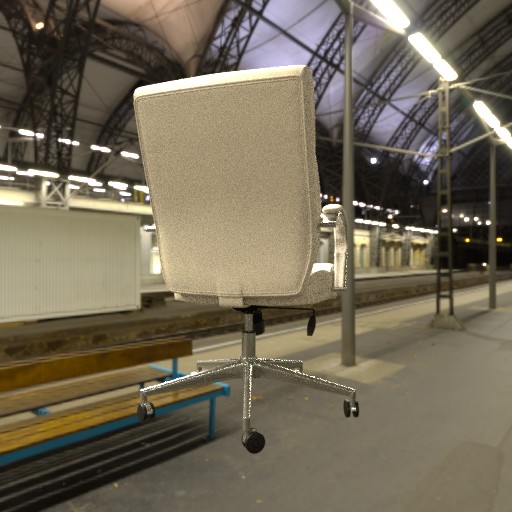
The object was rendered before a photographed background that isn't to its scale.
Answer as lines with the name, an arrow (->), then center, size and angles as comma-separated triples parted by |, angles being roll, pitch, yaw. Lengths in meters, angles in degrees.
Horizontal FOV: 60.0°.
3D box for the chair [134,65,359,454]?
chair -> 0.000, 0.000, 1.602 | 0.727, 1.099, 0.745 | 0, 0, 18
